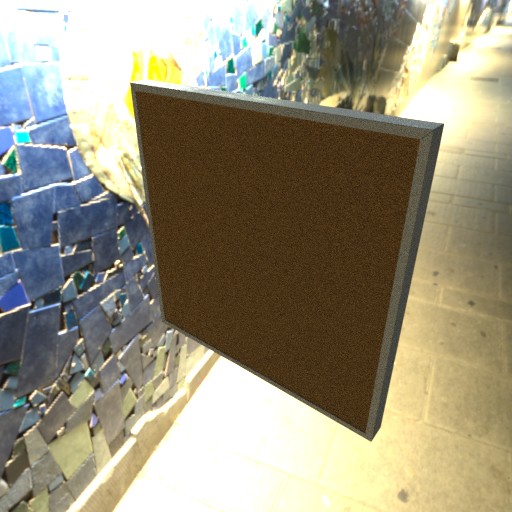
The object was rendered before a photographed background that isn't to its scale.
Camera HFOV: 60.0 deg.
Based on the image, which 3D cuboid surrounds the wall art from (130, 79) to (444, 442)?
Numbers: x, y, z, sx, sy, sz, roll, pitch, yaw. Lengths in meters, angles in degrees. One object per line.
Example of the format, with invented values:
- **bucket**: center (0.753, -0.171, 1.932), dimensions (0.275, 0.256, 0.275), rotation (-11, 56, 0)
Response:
- **wall art**: center (0.000, 0.000, 0.746), dimensions (0.508, 0.508, 0.037), rotation (21, 36, 32)
